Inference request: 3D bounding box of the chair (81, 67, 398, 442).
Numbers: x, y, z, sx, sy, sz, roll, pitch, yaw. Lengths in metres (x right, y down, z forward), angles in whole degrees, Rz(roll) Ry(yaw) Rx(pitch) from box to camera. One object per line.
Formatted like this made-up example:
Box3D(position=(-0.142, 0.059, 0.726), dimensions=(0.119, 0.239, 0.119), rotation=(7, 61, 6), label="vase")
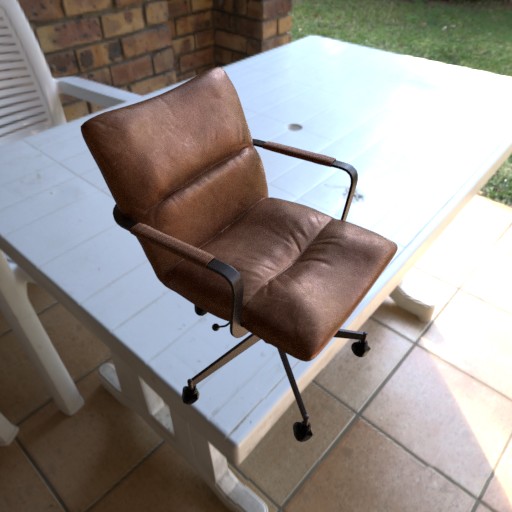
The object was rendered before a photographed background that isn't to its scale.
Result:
Box3D(position=(0.000, 0.000, 1.435), dimensions=(0.754, 0.922, 0.727), rotation=(26, 47, 27), label="chair")
